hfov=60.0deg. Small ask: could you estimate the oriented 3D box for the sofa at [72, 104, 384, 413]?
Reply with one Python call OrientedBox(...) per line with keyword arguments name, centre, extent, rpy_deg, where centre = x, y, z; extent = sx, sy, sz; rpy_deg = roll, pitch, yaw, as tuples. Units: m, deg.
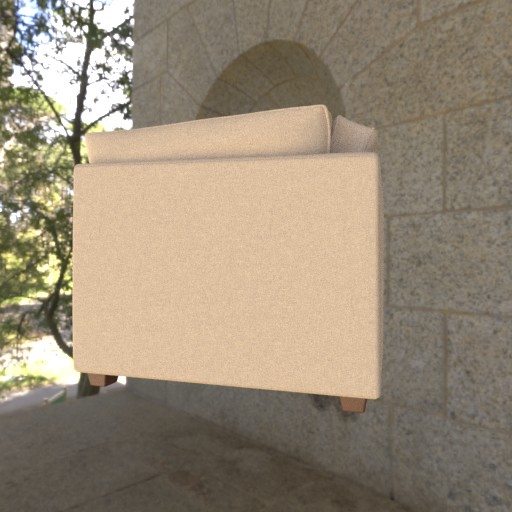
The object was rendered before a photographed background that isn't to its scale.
OrientedBox(name="sofa", centre=(0.000, 0.000, 1.874), extent=(1.042, 0.937, 1.050), rpy_deg=(0, -1, 17))
